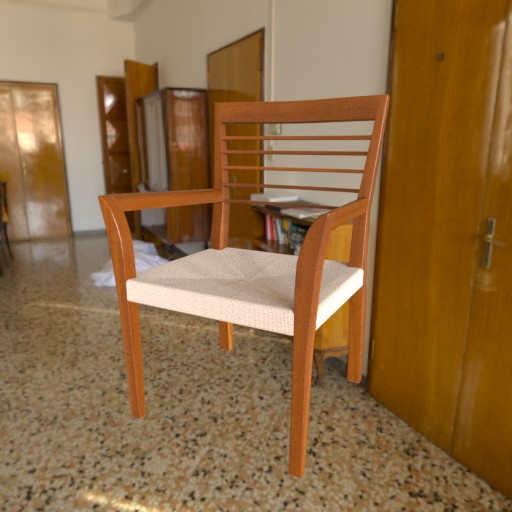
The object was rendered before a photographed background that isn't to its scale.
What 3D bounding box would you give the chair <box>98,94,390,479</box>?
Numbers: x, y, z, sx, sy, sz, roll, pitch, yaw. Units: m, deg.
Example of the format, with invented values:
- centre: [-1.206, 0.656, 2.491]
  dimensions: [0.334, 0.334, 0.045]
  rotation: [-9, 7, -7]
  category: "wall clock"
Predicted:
- centre: [0.000, 0.000, 1.219]
  dimensions: [0.587, 0.855, 0.540]
  rotation: [7, 16, 27]
  category: "chair"
